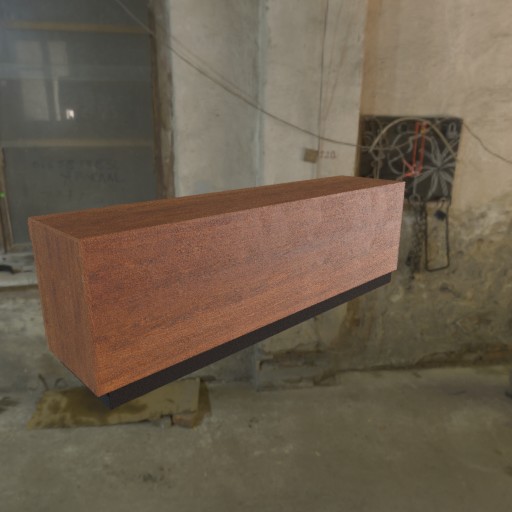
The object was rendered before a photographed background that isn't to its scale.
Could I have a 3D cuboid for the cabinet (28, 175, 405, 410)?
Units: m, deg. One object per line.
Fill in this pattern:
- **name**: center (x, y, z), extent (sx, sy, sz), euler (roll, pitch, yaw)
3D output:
- **cabinet**: center (0.000, 0.000, 1.837), extent (1.600, 0.510, 0.419), euler (-15, 23, -41)
